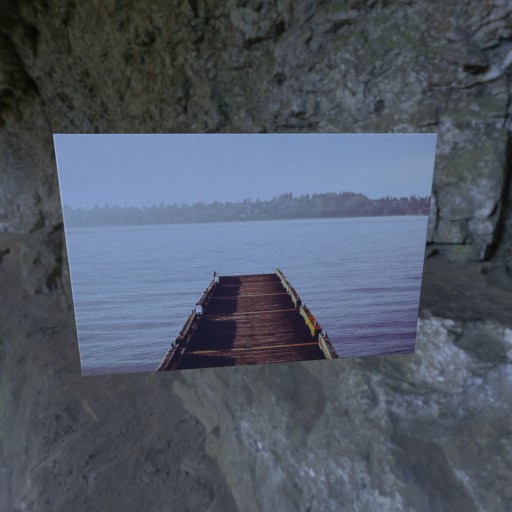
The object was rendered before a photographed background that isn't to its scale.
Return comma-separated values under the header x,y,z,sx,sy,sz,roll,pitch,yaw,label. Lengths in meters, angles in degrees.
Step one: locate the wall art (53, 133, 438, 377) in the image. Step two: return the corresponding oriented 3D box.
x,y,z,sx,sy,sz,roll,pitch,yaw,label
0.000,0.000,1.437,1.149,0.765,0.040,-2,16,-8,wall art
